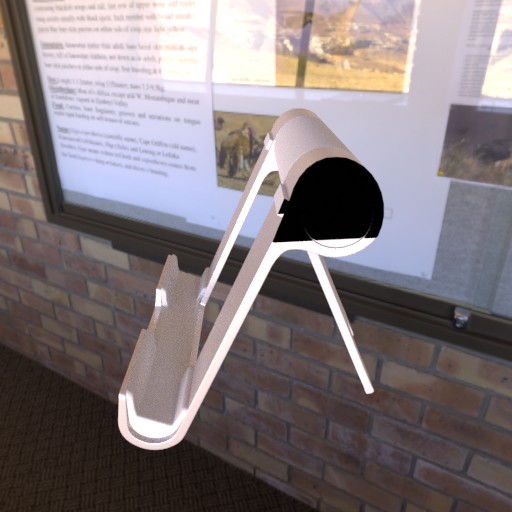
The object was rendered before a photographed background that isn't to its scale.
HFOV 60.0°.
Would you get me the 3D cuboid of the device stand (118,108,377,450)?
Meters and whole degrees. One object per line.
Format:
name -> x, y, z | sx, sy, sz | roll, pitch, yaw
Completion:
device stand -> 0.000, 0.000, 0.149 | 0.079, 0.084, 0.086 | -1, 26, -1
